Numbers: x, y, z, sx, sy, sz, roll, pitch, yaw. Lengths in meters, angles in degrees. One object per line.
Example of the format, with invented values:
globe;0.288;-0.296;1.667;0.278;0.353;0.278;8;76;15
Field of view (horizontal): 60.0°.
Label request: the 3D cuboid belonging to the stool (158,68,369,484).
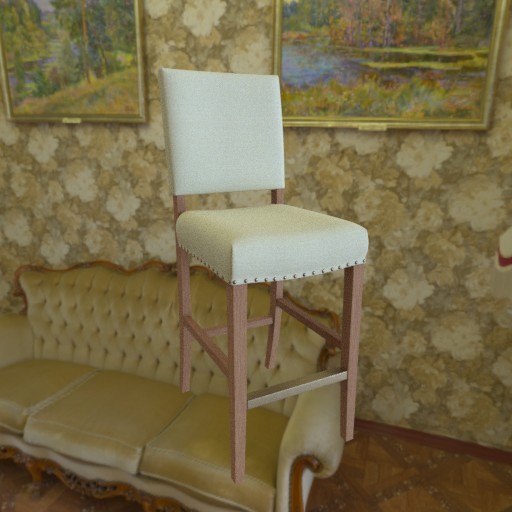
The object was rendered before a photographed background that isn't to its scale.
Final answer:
stool;0.000;0.000;1.444;0.445;1.168;0.584;-8;18;-26
